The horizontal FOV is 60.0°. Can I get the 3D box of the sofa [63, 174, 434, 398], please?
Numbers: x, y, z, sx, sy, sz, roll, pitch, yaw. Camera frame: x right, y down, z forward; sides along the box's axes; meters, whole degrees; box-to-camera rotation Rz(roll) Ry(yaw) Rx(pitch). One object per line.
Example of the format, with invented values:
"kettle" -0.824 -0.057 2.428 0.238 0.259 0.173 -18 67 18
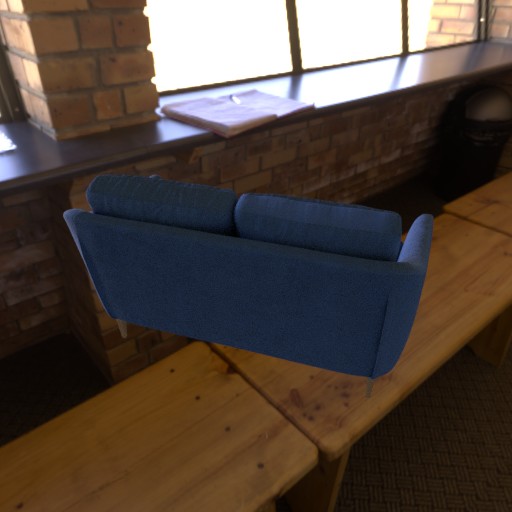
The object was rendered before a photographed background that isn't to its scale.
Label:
"sofa" 0.000 0.000 2.183 1.619 0.902 0.960 10 34 15
